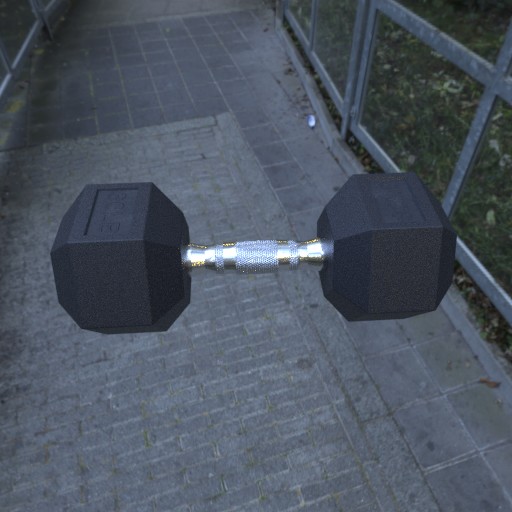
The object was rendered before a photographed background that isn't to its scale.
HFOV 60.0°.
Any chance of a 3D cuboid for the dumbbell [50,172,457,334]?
[{"bbox_3d":[0.000,0.000,0.407,0.337,0.123,0.142,-3,47,-2],"label":"dumbbell"}]
